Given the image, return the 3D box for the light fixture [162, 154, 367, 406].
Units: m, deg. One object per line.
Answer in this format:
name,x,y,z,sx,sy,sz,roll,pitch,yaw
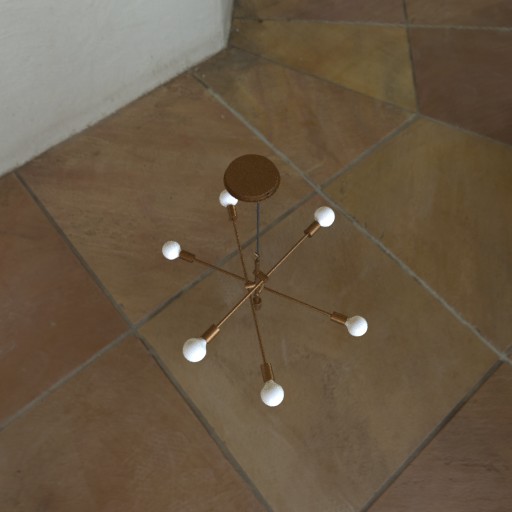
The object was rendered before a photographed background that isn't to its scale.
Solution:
light fixture,0.000,0.000,1.266,0.637,0.744,0.682,-34,68,-16
